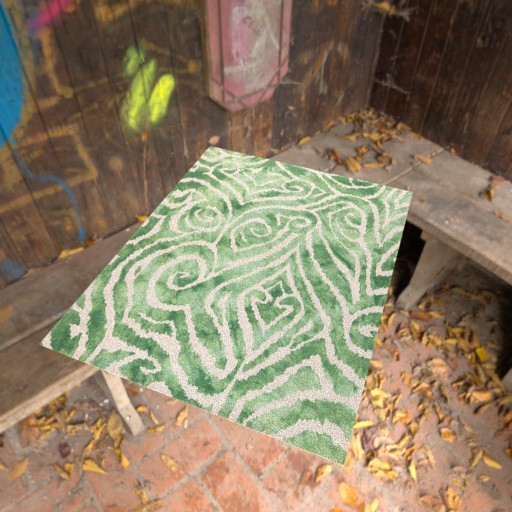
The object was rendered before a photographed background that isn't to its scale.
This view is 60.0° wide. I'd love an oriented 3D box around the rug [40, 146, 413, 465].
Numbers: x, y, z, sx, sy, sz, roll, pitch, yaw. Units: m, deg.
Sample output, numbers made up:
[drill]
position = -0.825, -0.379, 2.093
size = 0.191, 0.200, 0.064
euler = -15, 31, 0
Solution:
[rug]
position = 0.000, 0.000, 4.138
size = 2.436, 0.007, 3.045
euler = 16, 48, 15
